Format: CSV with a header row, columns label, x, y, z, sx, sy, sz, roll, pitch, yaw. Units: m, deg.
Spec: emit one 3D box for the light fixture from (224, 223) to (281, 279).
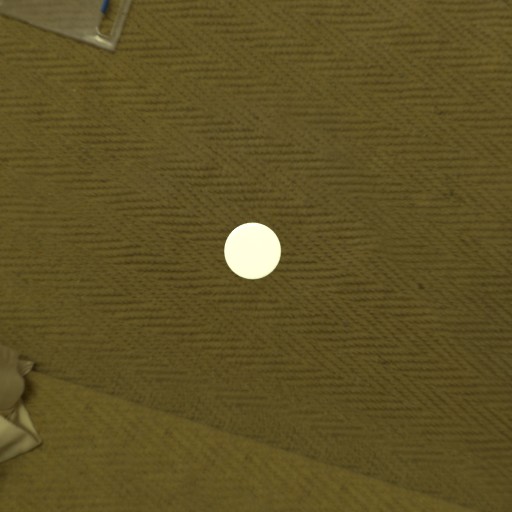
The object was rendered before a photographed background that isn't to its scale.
label,x,y,z,sx,sy,sz,roll,pitch,yaw
light fixture,0.000,0.000,1.876,0.125,1.798,0.125,0,89,0
